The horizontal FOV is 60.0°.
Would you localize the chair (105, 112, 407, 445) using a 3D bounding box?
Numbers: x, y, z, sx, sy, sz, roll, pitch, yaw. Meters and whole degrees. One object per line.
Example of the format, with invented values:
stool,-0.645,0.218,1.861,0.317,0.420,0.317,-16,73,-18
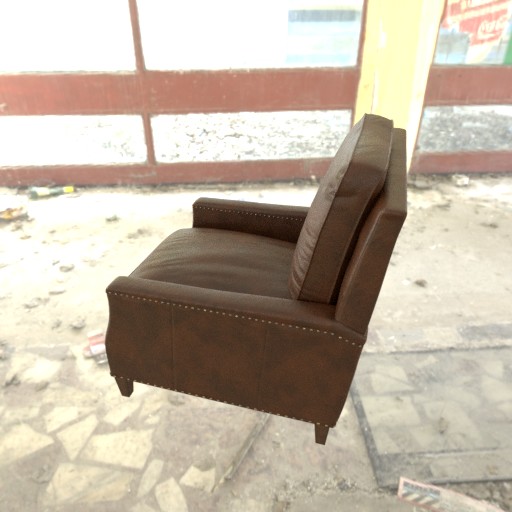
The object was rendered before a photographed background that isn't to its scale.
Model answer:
chair,0.000,0.000,1.800,1.035,1.054,0.854,8,31,14
